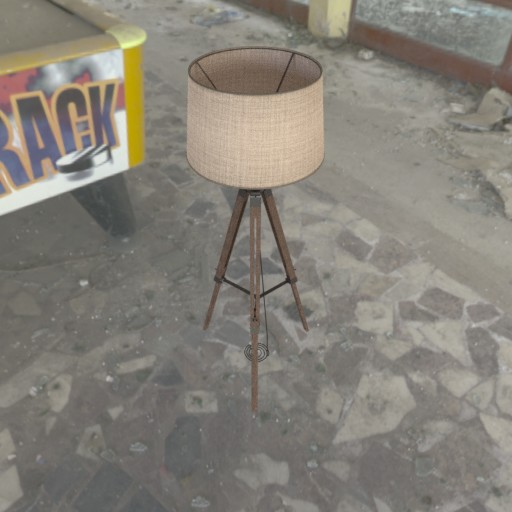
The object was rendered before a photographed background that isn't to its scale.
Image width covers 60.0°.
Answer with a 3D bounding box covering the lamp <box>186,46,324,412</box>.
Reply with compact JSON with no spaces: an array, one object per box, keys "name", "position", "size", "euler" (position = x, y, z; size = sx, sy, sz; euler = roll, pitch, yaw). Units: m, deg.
[{"name":"lamp","position":[0.000,0.000,1.864],"size":[0.604,1.510,0.587],"euler":[0,42,0]}]
